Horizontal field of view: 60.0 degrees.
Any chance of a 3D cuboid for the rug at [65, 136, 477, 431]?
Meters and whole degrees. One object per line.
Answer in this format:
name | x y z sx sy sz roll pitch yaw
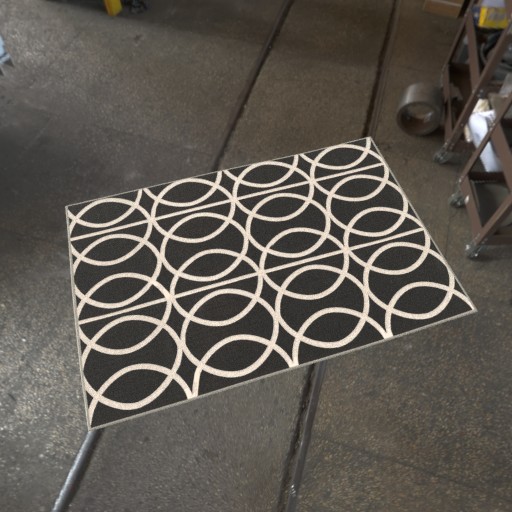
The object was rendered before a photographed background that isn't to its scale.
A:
rug | 0.000 0.000 2.832 2.294 0.014 1.528 -15 60 -9
